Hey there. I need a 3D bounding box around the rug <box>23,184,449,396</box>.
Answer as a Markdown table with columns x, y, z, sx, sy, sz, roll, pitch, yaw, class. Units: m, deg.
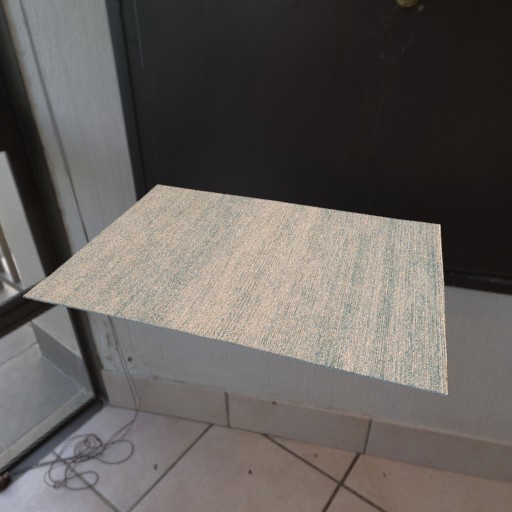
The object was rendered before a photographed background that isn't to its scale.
| x | y | z | sx | sy | sz | roll | pitch | yaw | class |
| --- | --- | --- | --- | --- | --- | --- | --- | --- | --- |
| 0.000 | 0.000 | 2.875 | 2.306 | 0.030 | 1.613 | 10 | 35 | 15 | rug |
